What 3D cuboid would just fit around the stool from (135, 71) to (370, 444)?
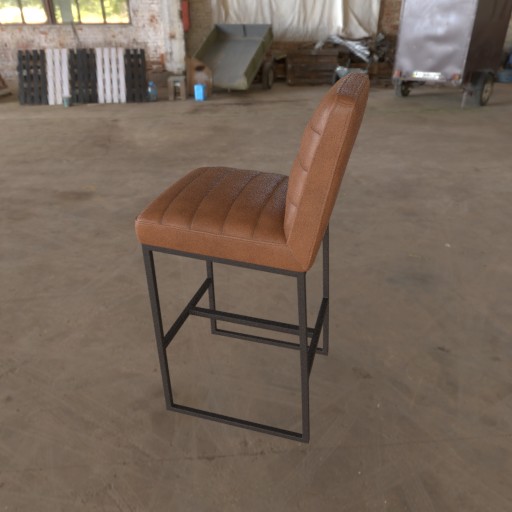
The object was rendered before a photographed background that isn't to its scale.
[{"bbox_3d":[0.000,0.000,1.372,0.556,1.040,0.458,8,30,14],"label":"stool"}]
